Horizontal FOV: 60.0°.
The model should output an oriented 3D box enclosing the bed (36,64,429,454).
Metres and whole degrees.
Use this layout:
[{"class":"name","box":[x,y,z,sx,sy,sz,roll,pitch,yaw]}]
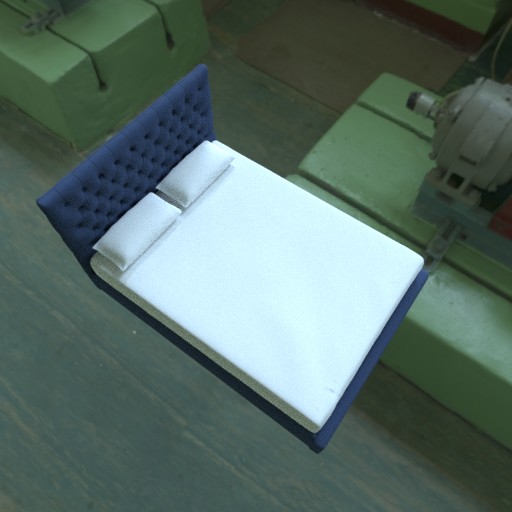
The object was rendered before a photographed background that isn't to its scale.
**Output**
[{"class":"bed","box":[0.000,0.000,3.475,2.387,1.427,1.706,33,66,17]}]
